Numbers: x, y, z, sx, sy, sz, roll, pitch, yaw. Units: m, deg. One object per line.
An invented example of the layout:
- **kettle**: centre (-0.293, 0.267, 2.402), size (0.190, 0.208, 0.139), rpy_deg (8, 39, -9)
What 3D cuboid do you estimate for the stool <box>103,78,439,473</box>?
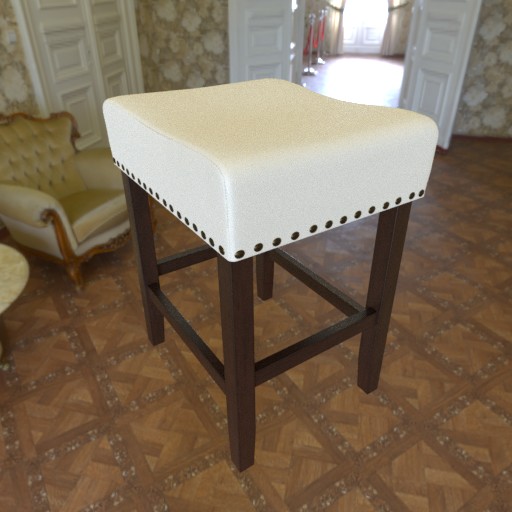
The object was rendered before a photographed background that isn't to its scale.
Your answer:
- **stool**: centre (0.000, 0.000, 0.918), size (0.401, 0.609, 0.471), rpy_deg (-19, 36, -28)
